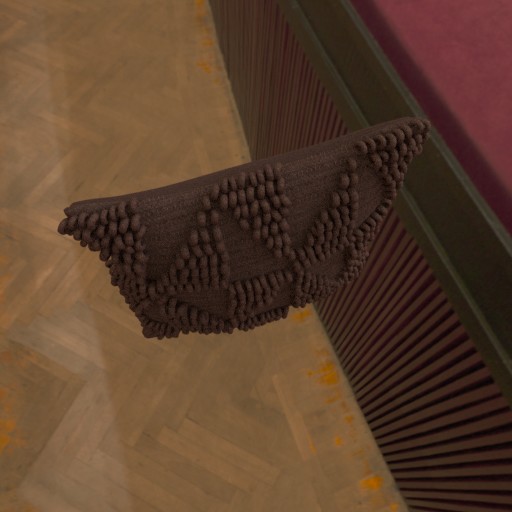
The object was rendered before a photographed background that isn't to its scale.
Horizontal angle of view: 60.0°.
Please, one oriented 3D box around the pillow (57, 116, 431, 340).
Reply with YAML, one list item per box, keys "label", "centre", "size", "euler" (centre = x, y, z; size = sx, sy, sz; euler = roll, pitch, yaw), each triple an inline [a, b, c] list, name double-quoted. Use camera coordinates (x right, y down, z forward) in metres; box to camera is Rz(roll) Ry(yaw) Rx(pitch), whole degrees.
- label: "pillow"
  centre: [0.000, 0.000, 0.722]
  size: [0.470, 0.467, 0.172]
  euler: [-17, 64, -8]
